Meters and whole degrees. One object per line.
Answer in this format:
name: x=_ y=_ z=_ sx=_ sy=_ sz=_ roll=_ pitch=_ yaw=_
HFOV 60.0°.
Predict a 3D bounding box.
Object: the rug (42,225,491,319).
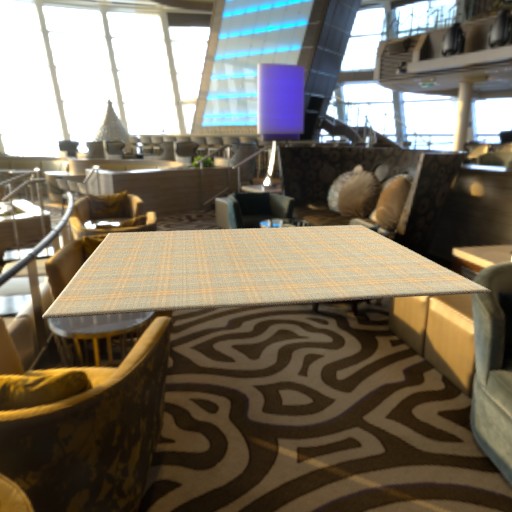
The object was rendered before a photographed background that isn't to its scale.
rug: x=0.000 y=0.000 z=4.130 sx=3.066 sy=0.030 sz=2.462 roll=-2 pitch=15 yaw=-9
